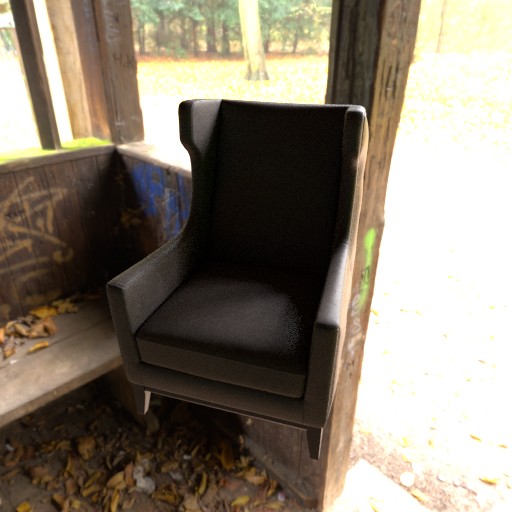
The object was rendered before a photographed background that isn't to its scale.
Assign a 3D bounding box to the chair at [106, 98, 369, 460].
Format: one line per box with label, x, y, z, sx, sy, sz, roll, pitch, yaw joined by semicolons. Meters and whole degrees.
chair;0.000;0.000;1.713;0.769;1.079;0.899;8;29;15
